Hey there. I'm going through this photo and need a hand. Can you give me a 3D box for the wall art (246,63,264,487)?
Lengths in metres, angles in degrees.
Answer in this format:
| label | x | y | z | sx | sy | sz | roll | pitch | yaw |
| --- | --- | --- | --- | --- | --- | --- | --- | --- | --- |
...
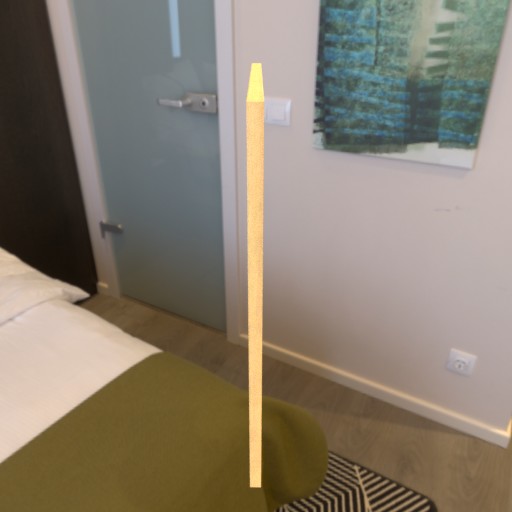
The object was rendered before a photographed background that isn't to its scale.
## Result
| label | x | y | z | sx | sy | sz | roll | pitch | yaw |
| --- | --- | --- | --- | --- | --- | --- | --- | --- | --- |
| wall art | 0.000 | 0.000 | 1.326 | 0.030 | 1.002 | 0.798 | 0 | 28 | 0 |
